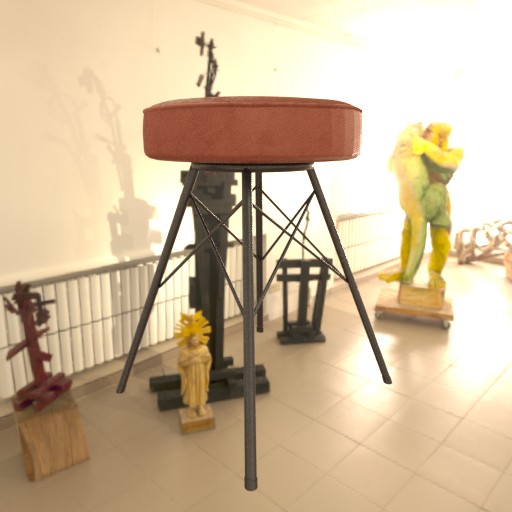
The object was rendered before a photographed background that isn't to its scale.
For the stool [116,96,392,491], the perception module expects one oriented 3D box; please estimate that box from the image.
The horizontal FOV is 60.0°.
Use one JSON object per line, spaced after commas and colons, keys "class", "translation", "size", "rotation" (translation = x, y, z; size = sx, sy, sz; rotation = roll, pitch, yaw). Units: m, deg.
{"class": "stool", "translation": [0.000, 0.000, 0.906], "size": [0.421, 0.593, 0.457], "rotation": [13, 19, 42]}
